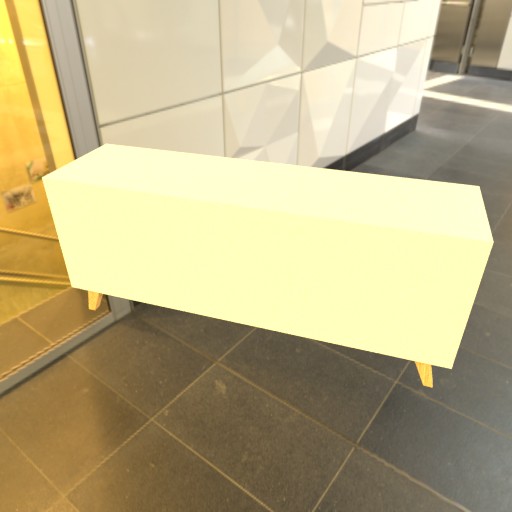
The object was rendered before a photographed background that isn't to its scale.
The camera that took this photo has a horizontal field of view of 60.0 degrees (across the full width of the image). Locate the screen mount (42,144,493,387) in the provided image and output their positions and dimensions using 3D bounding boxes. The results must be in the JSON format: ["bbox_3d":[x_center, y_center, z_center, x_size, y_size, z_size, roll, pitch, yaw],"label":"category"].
[{"bbox_3d":[0.000,0.000,1.728,1.490,0.619,0.400,10,34,15],"label":"screen mount"}]
